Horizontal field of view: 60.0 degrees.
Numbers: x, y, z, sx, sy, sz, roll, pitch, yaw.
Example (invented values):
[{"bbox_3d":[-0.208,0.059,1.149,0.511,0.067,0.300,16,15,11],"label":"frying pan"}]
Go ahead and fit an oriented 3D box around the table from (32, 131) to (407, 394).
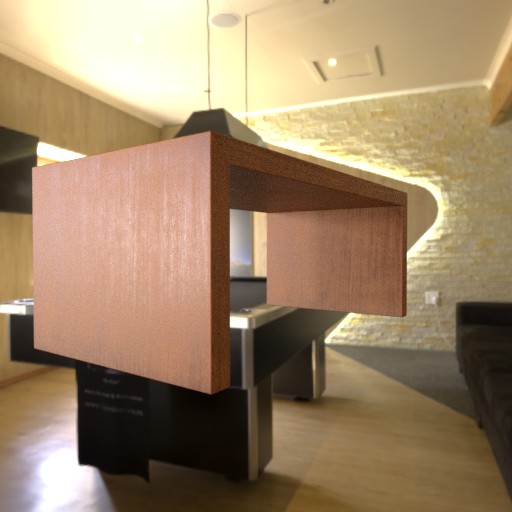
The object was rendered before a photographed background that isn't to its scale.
[{"bbox_3d":[0.000,0.000,1.267,0.549,0.419,1.000,1,1,36],"label":"table"}]
